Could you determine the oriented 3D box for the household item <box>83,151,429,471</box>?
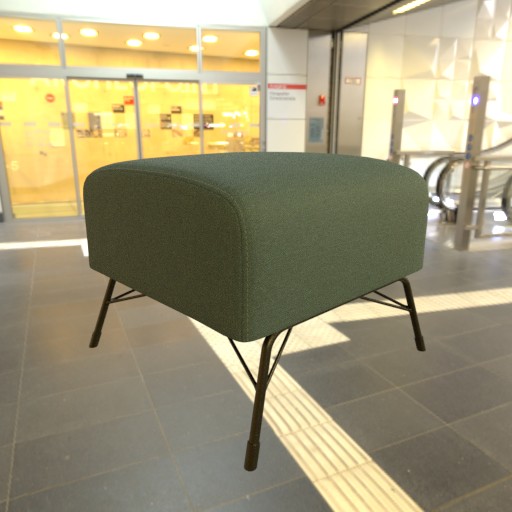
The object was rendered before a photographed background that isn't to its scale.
[{"bbox_3d":[0.000,0.000,0.921,0.530,0.420,0.530,-14,21,-42],"label":"household item"}]
